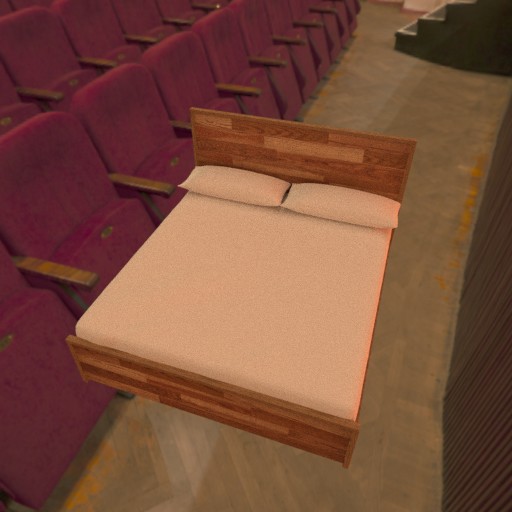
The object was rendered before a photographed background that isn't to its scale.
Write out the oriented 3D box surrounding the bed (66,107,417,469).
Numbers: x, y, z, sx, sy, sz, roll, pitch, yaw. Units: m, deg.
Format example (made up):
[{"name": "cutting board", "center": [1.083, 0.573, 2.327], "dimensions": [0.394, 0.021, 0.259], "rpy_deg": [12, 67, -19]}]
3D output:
[{"name": "bed", "center": [0.000, 0.000, 3.474], "dimensions": [2.013, 1.295, 2.184], "rpy_deg": [13, 42, 14]}]
